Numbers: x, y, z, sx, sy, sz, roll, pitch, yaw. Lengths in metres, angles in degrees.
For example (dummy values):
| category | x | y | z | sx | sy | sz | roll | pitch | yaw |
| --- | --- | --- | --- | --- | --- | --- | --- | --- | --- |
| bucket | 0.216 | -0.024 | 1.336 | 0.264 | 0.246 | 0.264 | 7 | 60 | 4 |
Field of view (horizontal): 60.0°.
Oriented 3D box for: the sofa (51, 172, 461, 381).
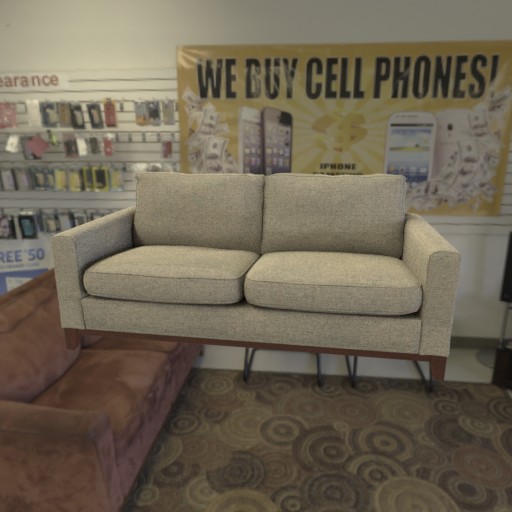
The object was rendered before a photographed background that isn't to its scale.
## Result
| category | x | y | z | sx | sy | sz | roll | pitch | yaw |
| --- | --- | --- | --- | --- | --- | --- | --- | --- | --- |
| sofa | 0.000 | 0.000 | 2.537 | 1.978 | 0.892 | 0.969 | 3 | 16 | 9 |
